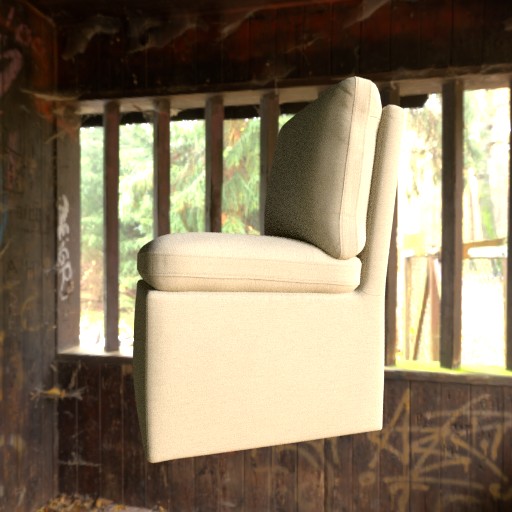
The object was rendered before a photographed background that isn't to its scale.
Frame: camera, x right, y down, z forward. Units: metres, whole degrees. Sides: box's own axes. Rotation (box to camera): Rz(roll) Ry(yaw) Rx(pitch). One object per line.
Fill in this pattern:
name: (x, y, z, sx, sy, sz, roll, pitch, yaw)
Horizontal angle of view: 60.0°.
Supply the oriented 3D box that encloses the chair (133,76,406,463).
chair: (0.000, 0.000, 1.300, 0.698, 0.927, 0.503, 0, 1, -17)
